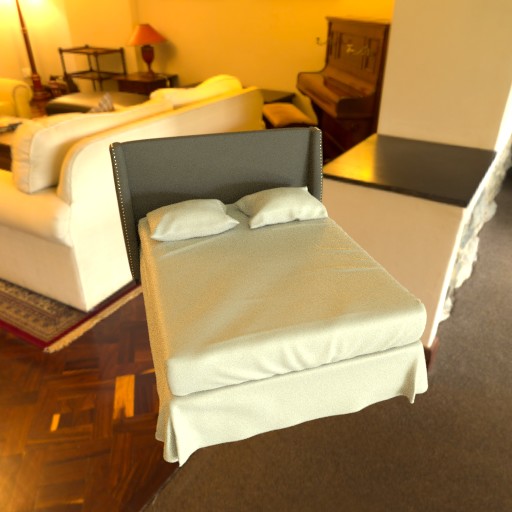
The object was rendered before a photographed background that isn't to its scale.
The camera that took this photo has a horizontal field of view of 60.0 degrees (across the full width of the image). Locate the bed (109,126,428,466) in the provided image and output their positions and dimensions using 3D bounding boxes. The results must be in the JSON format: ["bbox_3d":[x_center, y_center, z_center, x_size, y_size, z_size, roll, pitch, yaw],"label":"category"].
[{"bbox_3d":[0.000,0.000,3.382,1.925,1.332,2.276,-9,31,-15],"label":"bed"}]
